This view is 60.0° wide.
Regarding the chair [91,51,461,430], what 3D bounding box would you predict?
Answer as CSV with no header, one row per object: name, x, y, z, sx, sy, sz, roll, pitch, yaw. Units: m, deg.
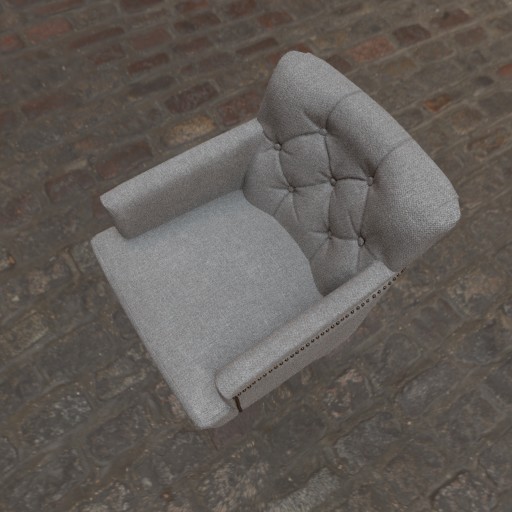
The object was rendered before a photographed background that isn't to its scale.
chair,0.000,0.000,1.472,0.902,0.823,0.737,-32,69,-14
